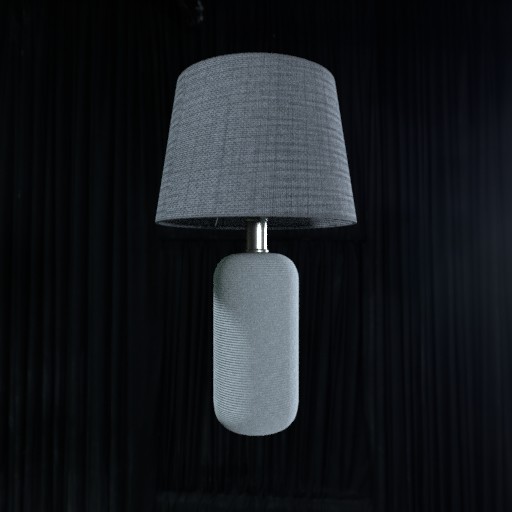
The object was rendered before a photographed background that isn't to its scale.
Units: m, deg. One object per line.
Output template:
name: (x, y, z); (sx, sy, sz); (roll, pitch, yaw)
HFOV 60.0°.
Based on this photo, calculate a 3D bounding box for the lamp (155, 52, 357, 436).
lamp: (0.000, 0.000, 0.567); (0.251, 0.429, 0.251); (0, 0, 0)
